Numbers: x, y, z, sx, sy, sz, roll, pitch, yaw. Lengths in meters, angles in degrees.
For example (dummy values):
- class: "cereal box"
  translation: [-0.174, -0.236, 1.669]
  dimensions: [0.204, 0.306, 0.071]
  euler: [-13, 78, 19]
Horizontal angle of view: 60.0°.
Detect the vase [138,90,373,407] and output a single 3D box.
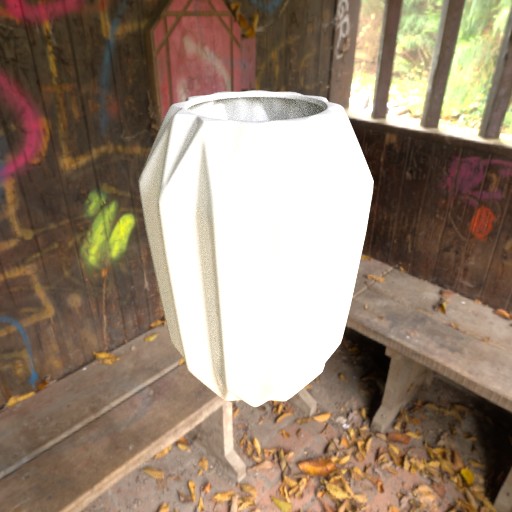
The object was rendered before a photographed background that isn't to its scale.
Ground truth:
- class: "vase"
  translation: [0.000, 0.000, 0.416]
  dimensions: [0.195, 0.275, 0.195]
  euler: [0, 30, 0]
